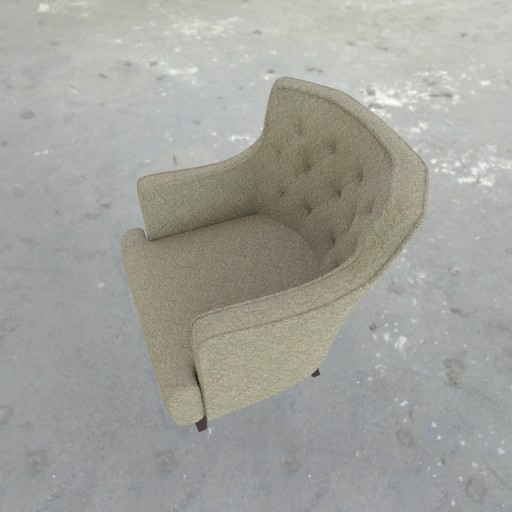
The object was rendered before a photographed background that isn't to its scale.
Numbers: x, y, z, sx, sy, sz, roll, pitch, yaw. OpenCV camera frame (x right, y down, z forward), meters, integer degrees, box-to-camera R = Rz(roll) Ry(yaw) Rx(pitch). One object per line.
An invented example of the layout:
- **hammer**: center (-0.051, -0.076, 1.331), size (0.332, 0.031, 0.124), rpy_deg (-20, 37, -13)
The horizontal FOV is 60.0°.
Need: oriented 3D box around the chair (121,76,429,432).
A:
- **chair**: center (0.000, 0.000, 1.635), size (0.910, 0.920, 0.820), rpy_deg (-17, 49, -15)
